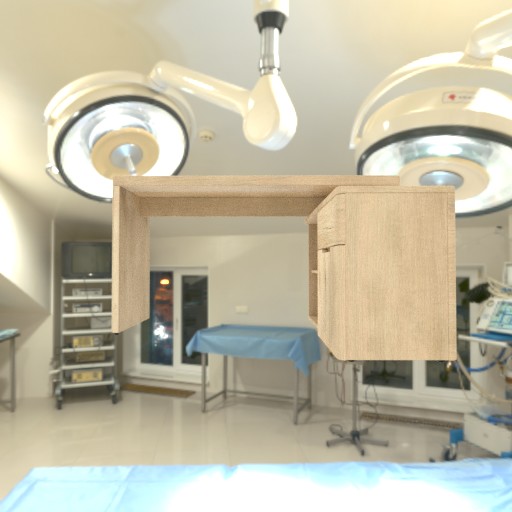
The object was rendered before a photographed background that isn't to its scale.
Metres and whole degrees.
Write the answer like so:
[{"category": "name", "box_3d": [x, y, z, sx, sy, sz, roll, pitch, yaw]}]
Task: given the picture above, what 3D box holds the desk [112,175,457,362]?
[{"category": "desk", "box_3d": [0.000, 0.000, 2.109, 1.400, 0.770, 1.175, 0, -1, 1]}]
